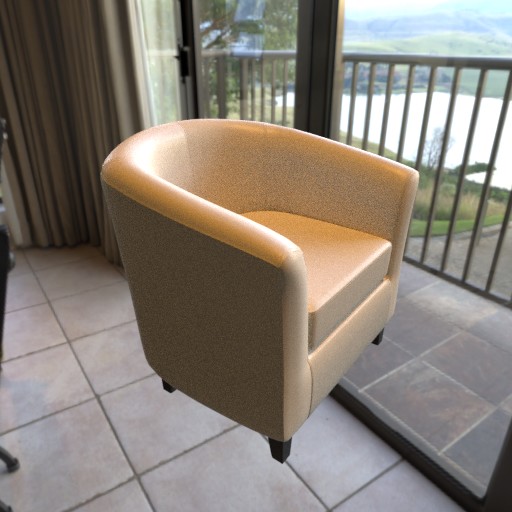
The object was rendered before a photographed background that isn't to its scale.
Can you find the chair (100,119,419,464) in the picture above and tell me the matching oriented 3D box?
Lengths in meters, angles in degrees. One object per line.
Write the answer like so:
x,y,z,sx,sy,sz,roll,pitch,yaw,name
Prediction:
0.000,0.000,1.401,0.727,0.756,0.792,18,32,33,chair
